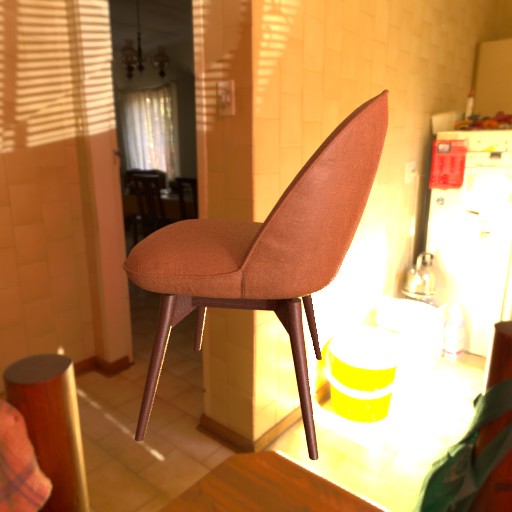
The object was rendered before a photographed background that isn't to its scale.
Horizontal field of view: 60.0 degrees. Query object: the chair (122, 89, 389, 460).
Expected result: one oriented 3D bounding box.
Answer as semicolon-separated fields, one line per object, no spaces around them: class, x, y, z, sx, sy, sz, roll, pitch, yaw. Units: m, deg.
chair;0.000;0.000;1.199;0.631;0.831;0.521;2;14;9
